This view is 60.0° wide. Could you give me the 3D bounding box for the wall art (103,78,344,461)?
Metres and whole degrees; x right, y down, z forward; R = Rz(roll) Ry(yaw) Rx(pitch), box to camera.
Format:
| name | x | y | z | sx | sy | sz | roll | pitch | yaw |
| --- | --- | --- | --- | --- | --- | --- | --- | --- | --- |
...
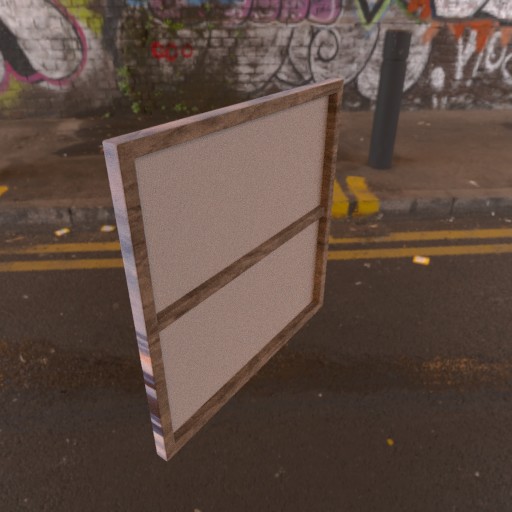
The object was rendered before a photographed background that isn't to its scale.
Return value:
| name | x | y | z | sx | sy | sz | roll | pitch | yaw |
| --- | --- | --- | --- | --- | --- | --- | --- | --- | --- |
| wall art | 0.000 | 0.000 | 1.110 | 0.035 | 0.747 | 0.747 | 20 | 36 | 31 |
